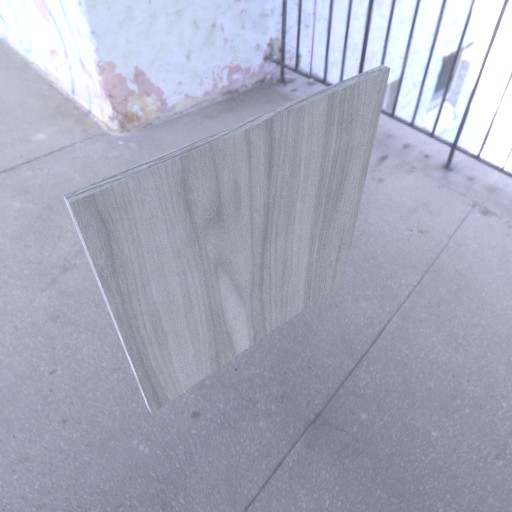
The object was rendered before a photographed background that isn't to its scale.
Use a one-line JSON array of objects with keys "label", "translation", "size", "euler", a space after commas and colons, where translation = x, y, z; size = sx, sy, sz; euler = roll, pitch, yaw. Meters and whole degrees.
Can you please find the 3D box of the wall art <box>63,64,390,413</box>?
[{"label": "wall art", "translation": [0.000, 0.000, 0.752], "size": [0.508, 0.507, 0.016], "euler": [-30, 54, -25]}]
